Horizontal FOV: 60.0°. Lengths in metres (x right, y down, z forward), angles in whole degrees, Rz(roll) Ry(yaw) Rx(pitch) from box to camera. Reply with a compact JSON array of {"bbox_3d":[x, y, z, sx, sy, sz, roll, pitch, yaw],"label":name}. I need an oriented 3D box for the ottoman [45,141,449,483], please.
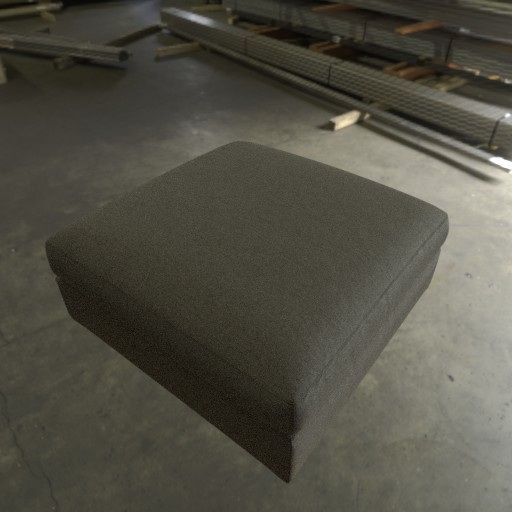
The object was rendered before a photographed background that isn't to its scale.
[{"bbox_3d":[0.000,0.000,1.614,1.041,0.470,1.041,26,46,29],"label":"ottoman"}]
